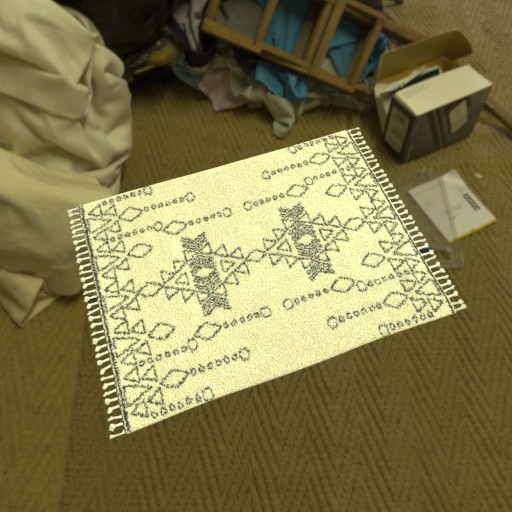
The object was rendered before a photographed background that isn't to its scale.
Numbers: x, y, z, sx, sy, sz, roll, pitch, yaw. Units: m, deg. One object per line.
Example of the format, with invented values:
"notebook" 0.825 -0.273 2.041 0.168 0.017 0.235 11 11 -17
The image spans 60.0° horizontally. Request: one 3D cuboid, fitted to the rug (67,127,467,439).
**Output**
"rug" 0.000 0.000 3.923 3.027 0.028 2.125 -18 64 -9
